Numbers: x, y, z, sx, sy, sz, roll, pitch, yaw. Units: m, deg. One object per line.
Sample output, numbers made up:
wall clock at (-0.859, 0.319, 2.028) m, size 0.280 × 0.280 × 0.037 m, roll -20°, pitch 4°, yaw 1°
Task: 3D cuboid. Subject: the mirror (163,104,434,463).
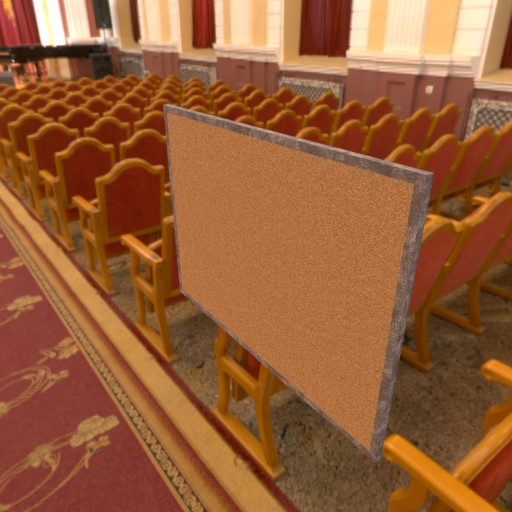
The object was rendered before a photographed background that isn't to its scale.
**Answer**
mirror at (0.000, 0.000, 1.409) m, size 0.022 × 0.795 × 1.101 m, roll -19°, pitch 32°, yaw -32°
